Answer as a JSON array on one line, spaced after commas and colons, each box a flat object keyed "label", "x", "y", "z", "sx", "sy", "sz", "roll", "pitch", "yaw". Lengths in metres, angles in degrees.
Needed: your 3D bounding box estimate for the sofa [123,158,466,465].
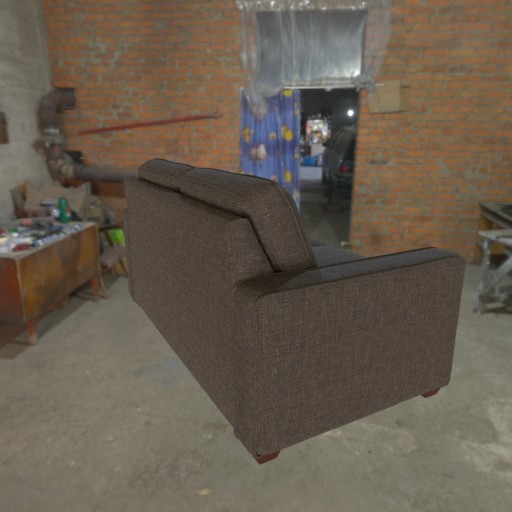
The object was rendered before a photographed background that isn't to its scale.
[{"label": "sofa", "x": 0.000, "y": 0.000, "z": 2.216, "sx": 0.947, "sy": 0.918, "sz": 1.709, "roll": -9, "pitch": 18, "yaw": -27}]
